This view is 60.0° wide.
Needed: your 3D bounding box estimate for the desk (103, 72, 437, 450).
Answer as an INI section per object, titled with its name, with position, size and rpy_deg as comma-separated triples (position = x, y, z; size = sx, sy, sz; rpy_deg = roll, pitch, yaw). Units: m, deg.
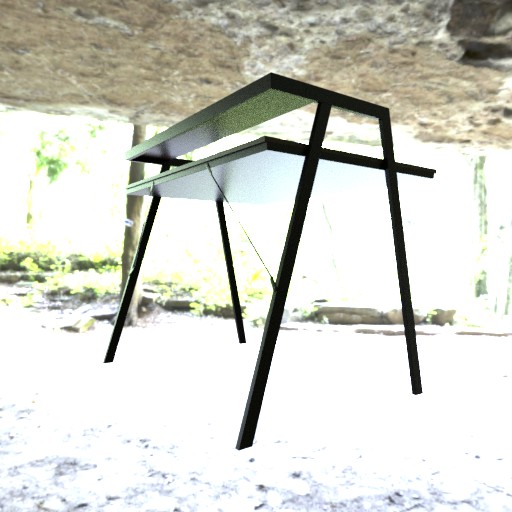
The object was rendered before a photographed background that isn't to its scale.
[desk]
position = 0.000, 0.000, 1.875
size = 0.936, 0.998, 1.143
rpy_deg = 0, 0, -36
